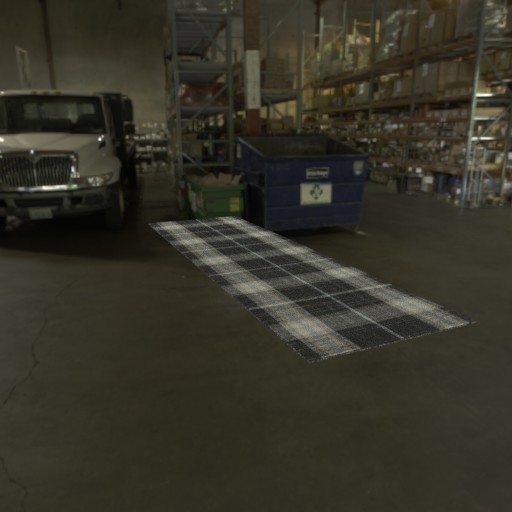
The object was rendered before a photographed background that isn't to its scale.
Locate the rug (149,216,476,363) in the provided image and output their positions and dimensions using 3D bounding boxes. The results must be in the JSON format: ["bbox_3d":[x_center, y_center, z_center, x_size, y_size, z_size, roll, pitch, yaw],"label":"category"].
[{"bbox_3d":[0.000,0.000,2.624,0.760,0.012,2.434,-7,17,-24],"label":"rug"}]
